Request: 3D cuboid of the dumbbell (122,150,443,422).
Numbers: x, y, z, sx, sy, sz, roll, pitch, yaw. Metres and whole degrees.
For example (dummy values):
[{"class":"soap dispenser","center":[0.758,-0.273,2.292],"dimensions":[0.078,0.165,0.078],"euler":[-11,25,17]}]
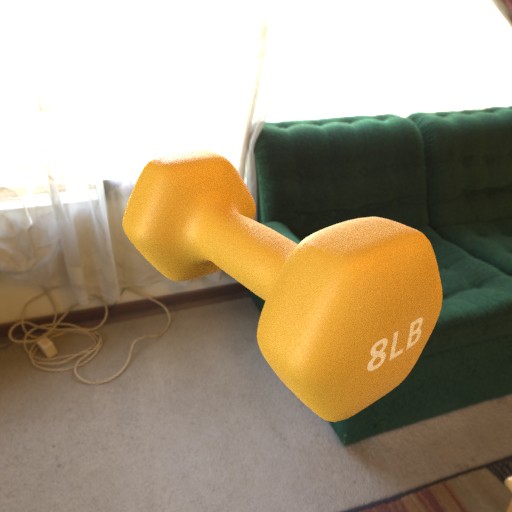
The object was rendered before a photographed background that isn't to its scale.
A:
[{"class":"dumbbell","center":[0.000,0.000,0.243],"dimensions":[0.090,0.082,0.190],"euler":[-18,32,-31]}]
